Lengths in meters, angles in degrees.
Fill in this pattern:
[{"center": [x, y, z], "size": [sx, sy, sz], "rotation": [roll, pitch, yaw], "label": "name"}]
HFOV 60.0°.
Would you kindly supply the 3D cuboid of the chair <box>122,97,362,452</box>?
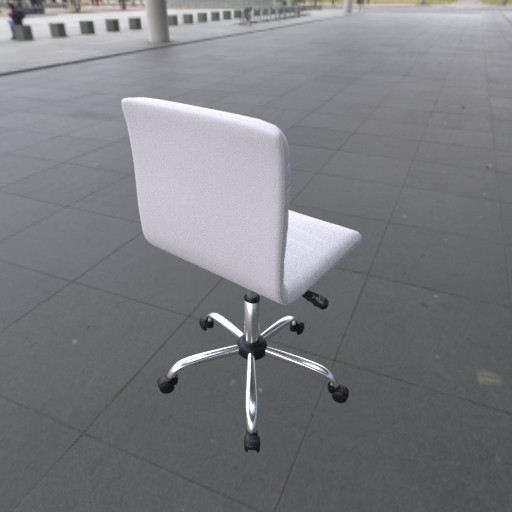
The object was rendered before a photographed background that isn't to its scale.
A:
[{"center": [0.000, 0.000, 1.059], "size": [0.520, 0.750, 0.455], "rotation": [22, 37, 32], "label": "chair"}]
